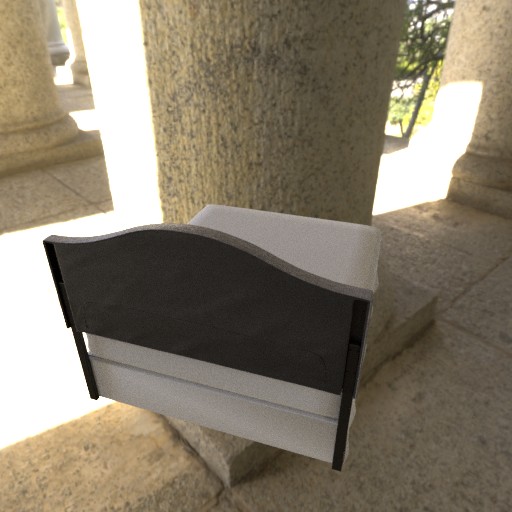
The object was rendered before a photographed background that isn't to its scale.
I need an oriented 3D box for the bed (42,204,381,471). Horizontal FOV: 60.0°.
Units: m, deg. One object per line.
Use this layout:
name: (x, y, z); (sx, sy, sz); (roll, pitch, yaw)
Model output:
bed: (0.000, 0.000, 2.933); (1.610, 1.295, 1.870); (10, 32, 16)
